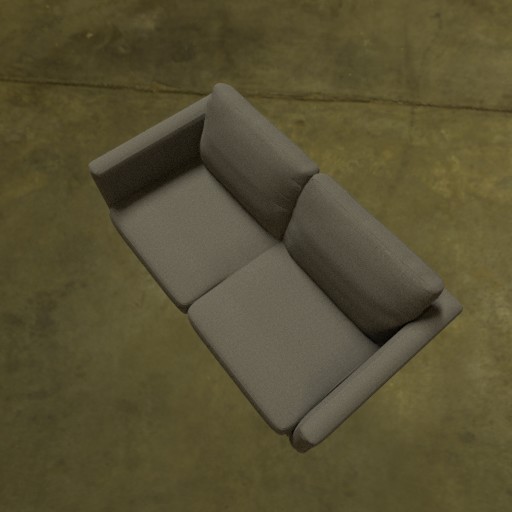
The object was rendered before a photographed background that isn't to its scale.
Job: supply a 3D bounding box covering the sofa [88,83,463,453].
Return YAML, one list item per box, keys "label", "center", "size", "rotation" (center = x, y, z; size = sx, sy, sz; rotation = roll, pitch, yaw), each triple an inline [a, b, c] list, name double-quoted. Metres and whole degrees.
- label: "sofa"
  center: [0.000, 0.000, 2.275]
  size: [0.940, 0.866, 1.713]
  rotation: [-36, 68, -17]
